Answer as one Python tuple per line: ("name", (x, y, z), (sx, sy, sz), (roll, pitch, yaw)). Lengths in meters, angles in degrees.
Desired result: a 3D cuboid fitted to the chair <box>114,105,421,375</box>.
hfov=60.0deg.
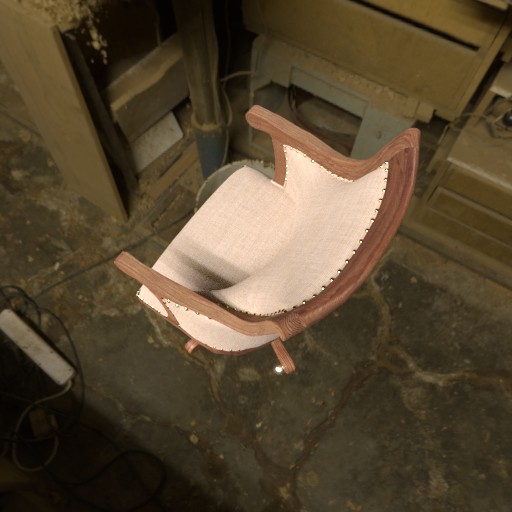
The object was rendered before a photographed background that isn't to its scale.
("chair", (0.000, 0.000, 1.441), (0.689, 0.965, 0.656), (31, 68, 14))
